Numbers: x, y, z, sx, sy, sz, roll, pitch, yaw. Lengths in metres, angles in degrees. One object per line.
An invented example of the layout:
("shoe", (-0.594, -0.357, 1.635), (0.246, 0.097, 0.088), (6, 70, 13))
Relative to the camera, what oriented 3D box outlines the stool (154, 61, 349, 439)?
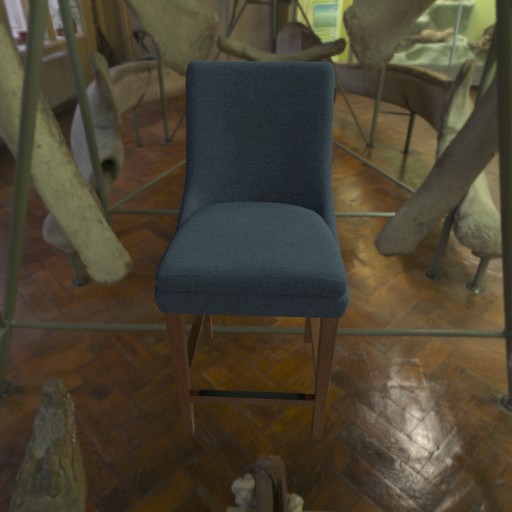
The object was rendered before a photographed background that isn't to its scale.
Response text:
("stool", (0.000, 0.000, 1.300), (0.470, 0.981, 0.577), (1, 33, 2))
